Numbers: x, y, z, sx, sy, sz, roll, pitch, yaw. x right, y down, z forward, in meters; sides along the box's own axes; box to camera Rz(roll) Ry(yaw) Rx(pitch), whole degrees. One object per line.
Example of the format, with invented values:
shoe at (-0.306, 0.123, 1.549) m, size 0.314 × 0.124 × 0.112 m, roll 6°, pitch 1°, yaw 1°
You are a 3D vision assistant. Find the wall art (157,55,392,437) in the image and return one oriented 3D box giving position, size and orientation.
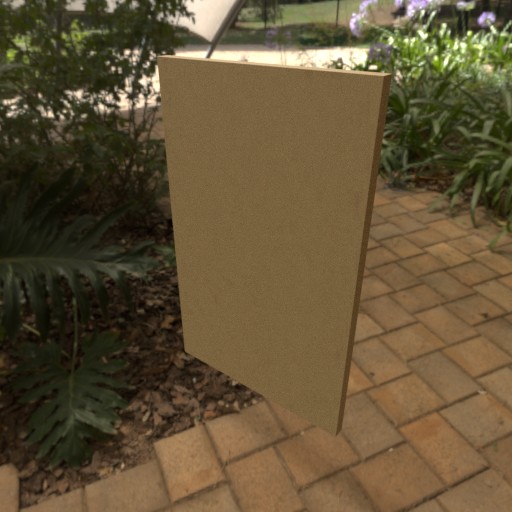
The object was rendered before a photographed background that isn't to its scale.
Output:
wall art at (0.000, 0.000, 1.013) m, size 0.510 × 0.810 × 0.039 m, roll 20°, pitch 35°, yaw 32°
